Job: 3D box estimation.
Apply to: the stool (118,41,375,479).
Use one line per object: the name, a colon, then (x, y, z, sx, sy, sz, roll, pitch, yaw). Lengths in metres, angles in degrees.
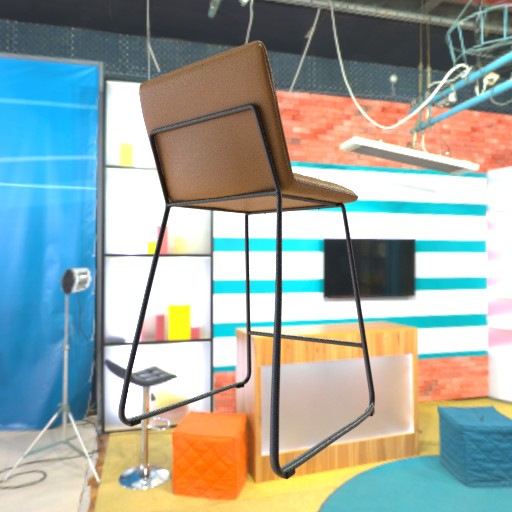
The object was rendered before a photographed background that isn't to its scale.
stool: (0.000, 0.000, 1.183, 0.489, 0.866, 0.524, -1, -1, 36)
